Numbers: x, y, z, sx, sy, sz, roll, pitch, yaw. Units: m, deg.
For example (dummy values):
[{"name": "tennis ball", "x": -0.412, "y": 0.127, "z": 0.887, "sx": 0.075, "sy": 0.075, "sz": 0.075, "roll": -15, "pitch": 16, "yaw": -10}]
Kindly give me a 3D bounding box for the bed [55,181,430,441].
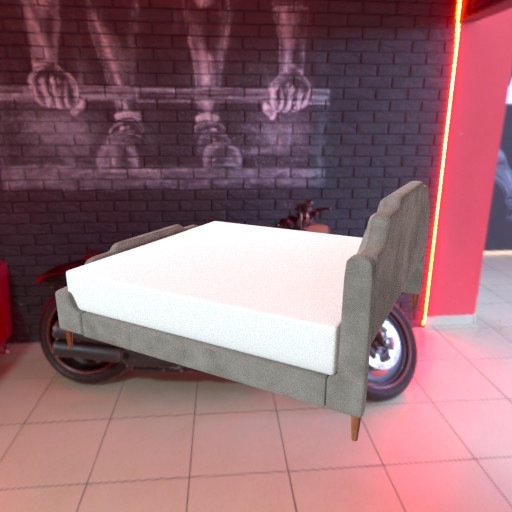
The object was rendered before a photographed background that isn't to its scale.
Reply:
[{"name": "bed", "x": 0.000, "y": 0.000, "z": 3.582, "sx": 2.340, "sy": 1.245, "sz": 2.074, "roll": 8, "pitch": 18, "yaw": 26}]
